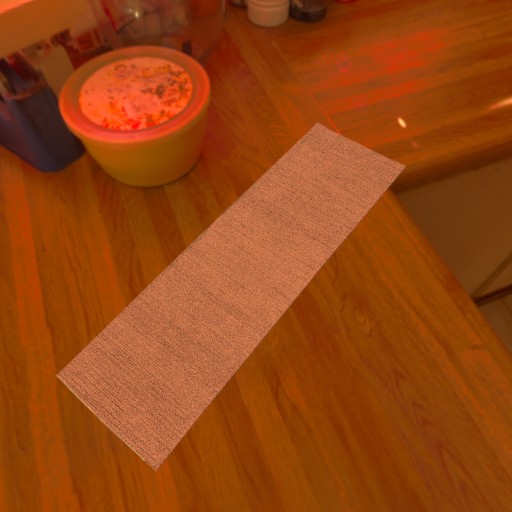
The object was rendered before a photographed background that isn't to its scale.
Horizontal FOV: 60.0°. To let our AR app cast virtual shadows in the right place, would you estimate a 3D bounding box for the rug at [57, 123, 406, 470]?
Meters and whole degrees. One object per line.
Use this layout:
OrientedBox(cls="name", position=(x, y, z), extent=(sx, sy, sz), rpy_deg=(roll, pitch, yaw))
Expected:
OrientedBox(cls="rug", position=(0.000, 0.000, 2.551), extent=(0.692, 0.032, 2.320), rpy_deg=(34, 64, 19))
